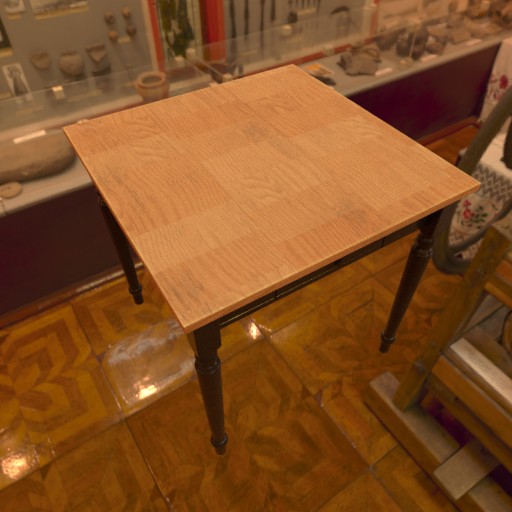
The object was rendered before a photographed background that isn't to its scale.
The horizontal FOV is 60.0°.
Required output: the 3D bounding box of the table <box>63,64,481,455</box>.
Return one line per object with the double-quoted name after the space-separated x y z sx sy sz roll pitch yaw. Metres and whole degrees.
0.000 0.000 1.360 0.747 0.738 0.747 -24 51 -21 "table"
